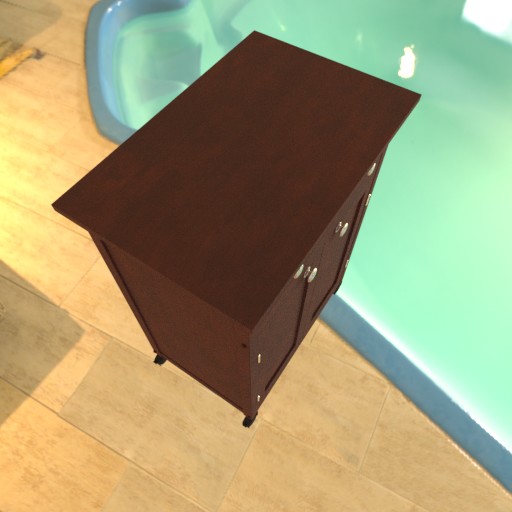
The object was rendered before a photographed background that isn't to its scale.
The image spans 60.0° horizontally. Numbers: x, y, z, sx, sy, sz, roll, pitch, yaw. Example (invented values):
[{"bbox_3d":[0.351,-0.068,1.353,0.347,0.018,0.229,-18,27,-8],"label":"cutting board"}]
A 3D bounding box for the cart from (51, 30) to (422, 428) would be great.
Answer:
[{"bbox_3d":[0.000,0.000,1.258,0.442,0.864,0.683,29,62,17],"label":"cart"}]
